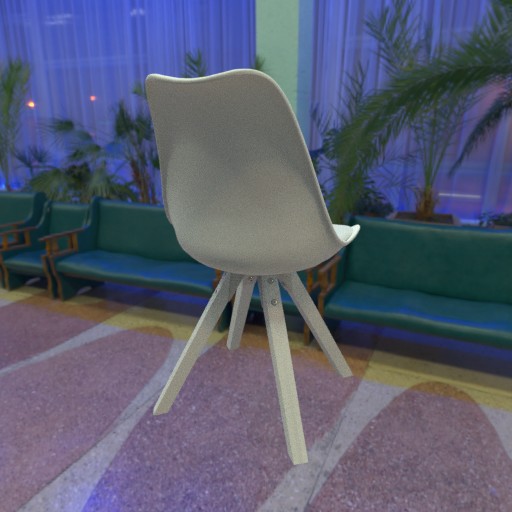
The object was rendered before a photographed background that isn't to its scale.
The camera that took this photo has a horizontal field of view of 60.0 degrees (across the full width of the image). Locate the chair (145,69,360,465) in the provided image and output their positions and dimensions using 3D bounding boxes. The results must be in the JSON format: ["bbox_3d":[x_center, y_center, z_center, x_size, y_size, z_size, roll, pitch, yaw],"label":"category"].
[{"bbox_3d":[0.000,0.000,1.158,0.485,0.850,0.550,8,19,25],"label":"chair"}]
